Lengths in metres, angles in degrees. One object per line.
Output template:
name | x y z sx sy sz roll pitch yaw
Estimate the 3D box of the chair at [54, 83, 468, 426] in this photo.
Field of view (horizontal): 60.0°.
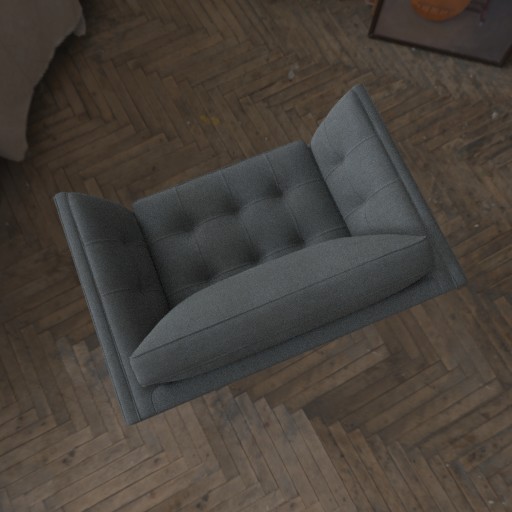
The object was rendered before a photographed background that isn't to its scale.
chair | 0.000 0.000 2.049 1.396 0.942 0.965 -22 77 -5
